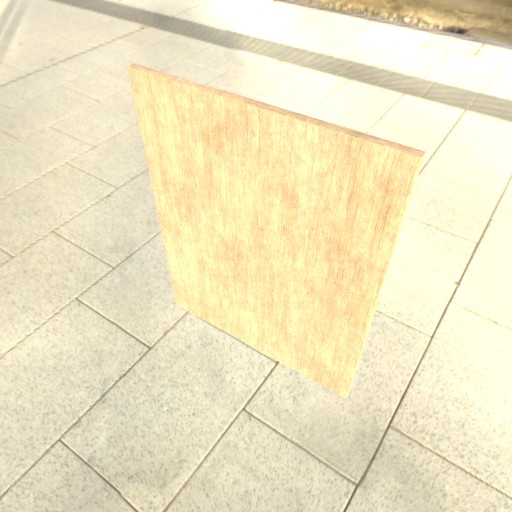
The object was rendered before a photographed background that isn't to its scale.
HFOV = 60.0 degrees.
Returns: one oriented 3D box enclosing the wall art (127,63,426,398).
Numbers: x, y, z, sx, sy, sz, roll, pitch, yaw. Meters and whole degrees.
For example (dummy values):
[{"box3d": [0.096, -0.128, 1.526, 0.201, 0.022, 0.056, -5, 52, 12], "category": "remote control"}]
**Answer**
[{"box3d": [0.000, 0.000, 0.939, 0.534, 0.686, 0.018, 25, 51, 22], "category": "wall art"}]
